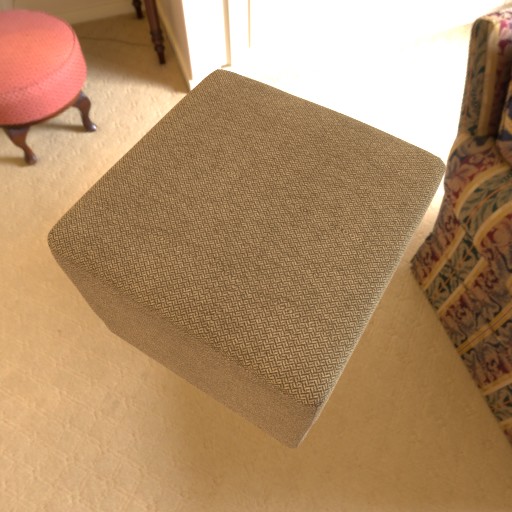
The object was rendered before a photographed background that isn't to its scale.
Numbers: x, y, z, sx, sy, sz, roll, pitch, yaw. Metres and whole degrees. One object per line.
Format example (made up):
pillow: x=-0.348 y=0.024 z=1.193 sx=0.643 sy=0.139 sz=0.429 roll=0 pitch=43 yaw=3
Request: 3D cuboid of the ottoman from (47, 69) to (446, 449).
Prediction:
ottoman: x=0.000 y=0.000 z=0.912 sx=0.512 sy=0.453 sz=0.519 roll=28 pitch=64 yaw=15
